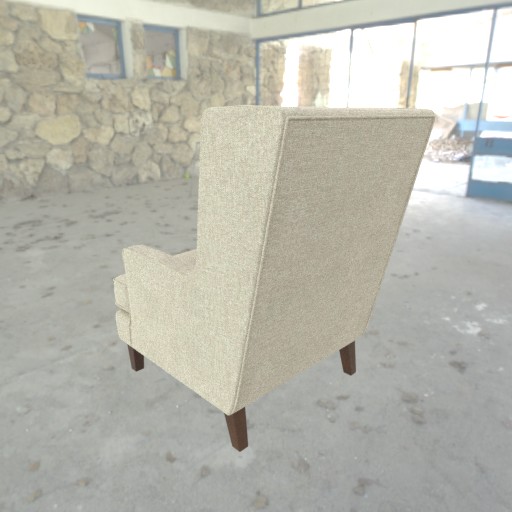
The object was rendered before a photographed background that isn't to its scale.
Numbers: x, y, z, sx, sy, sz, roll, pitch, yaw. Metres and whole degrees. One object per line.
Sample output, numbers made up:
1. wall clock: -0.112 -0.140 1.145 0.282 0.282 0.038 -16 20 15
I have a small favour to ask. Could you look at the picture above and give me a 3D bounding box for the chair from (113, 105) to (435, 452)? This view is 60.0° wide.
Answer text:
1. chair: 0.000 0.000 1.700 0.764 1.082 0.948 -17 24 -42
